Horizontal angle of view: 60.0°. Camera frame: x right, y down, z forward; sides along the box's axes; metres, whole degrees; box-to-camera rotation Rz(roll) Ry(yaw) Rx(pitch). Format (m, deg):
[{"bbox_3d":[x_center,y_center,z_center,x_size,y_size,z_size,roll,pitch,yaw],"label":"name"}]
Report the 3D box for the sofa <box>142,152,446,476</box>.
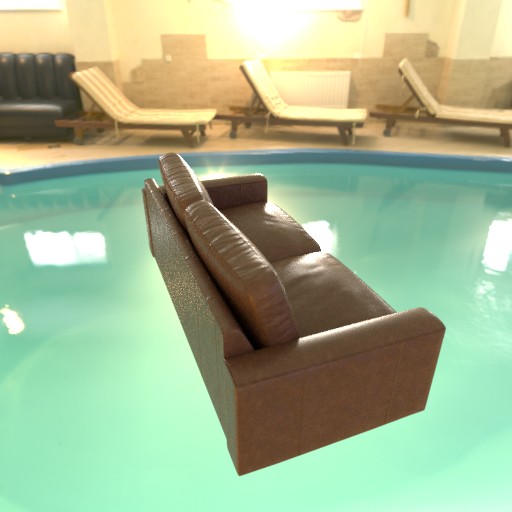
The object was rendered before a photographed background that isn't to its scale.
[{"bbox_3d":[0.000,0.000,2.708,1.016,0.873,2.179,-11,31,-19],"label":"sofa"}]
